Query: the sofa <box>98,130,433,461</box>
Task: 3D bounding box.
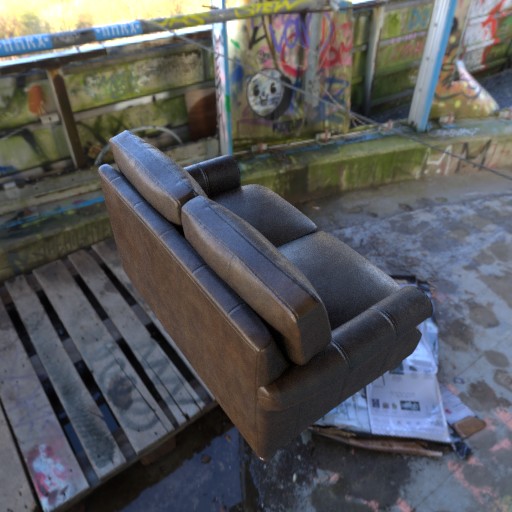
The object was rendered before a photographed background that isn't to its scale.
[{"bbox_3d":[0.000,0.000,2.238,0.990,0.976,1.616,-25,46,-26],"label":"sofa"}]
